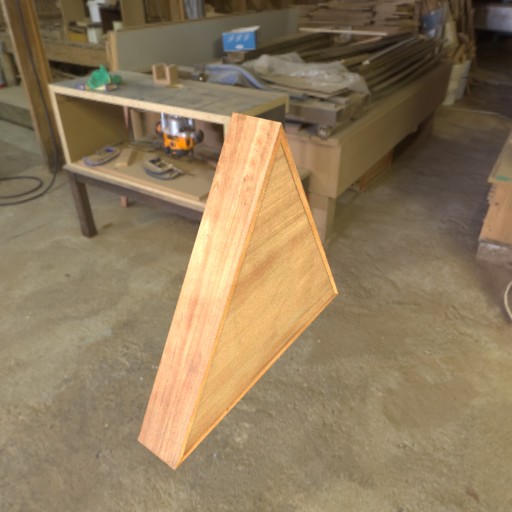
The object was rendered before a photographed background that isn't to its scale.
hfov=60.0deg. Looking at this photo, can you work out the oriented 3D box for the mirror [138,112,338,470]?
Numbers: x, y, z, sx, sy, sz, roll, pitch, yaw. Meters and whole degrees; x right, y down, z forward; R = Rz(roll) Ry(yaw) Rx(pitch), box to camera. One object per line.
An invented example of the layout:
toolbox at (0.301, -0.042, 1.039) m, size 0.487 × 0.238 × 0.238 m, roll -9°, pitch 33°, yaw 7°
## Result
mirror at (0.000, 0.000, 0.881) m, size 0.100 × 0.548 × 0.631 m, roll 22°, pitch 39°, yaw 30°
